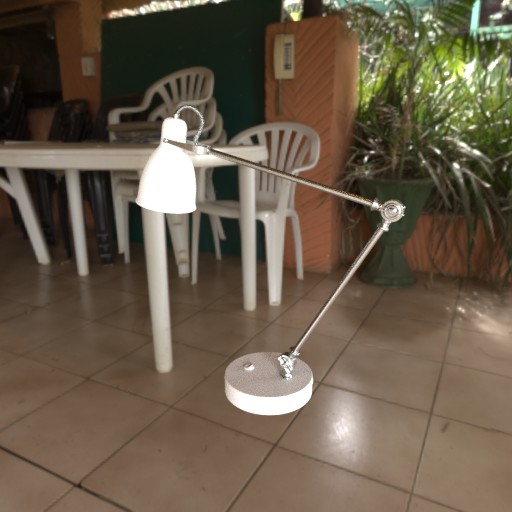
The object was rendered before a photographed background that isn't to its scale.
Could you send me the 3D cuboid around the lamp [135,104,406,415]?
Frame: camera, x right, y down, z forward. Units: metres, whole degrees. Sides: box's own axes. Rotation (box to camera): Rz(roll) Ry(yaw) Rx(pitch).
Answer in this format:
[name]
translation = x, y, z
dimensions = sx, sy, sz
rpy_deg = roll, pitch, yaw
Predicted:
[lamp]
translation = 0.000, 0.000, 0.890
dimensions = 0.561, 0.587, 0.187
rpy_deg = 8, 17, 26
